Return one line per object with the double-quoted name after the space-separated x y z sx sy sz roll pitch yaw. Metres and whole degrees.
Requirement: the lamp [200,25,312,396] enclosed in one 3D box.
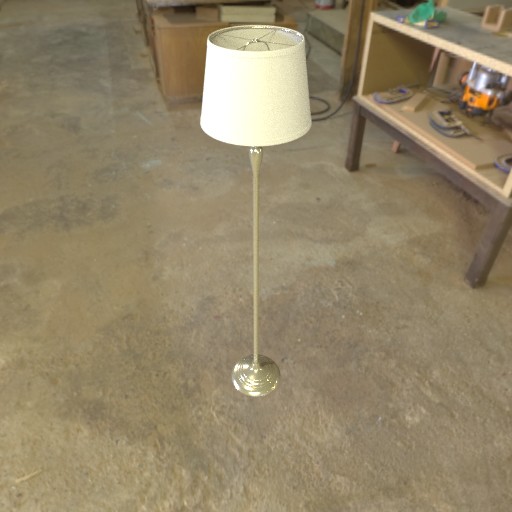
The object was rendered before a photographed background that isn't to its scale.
0.000 0.000 1.650 0.327 1.506 0.327 -11 42 -13 "lamp"
